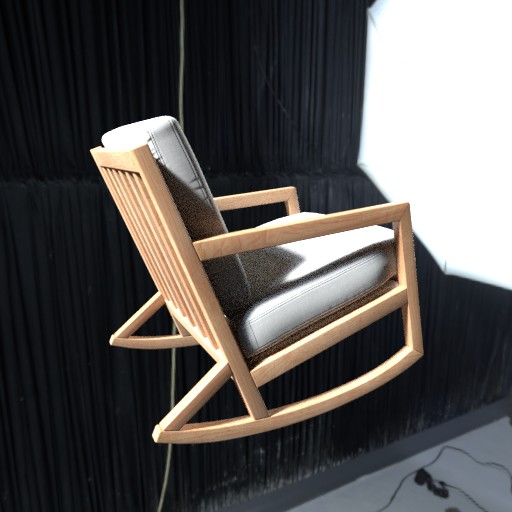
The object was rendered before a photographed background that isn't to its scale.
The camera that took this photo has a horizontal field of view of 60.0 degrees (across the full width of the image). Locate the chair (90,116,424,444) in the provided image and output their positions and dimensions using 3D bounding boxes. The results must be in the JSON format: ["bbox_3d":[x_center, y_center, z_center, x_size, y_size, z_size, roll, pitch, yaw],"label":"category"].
[{"bbox_3d":[0.000,0.000,1.392,0.857,0.790,0.622,-7,15,-26],"label":"chair"}]
